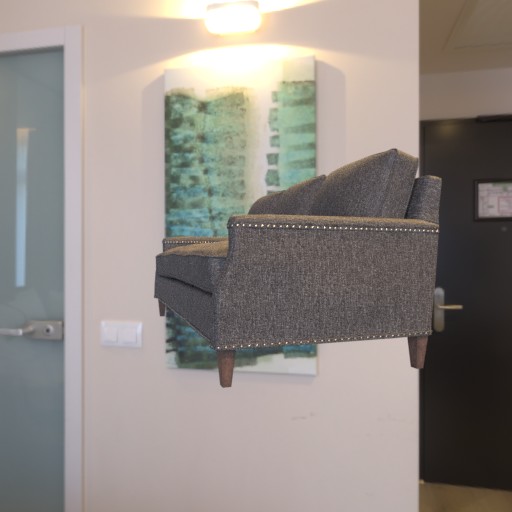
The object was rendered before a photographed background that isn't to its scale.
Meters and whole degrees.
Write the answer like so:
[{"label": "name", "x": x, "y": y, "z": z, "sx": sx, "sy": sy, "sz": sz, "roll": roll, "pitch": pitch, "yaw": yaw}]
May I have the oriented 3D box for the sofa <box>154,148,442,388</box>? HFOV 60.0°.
[{"label": "sofa", "x": 0.000, "y": 0.000, "z": 2.859, "sx": 1.084, "sy": 1.003, "sz": 2.246, "roll": 0, "pitch": 0, "yaw": -19}]
